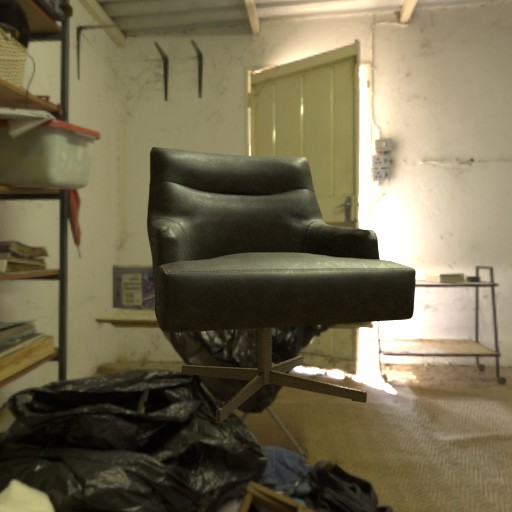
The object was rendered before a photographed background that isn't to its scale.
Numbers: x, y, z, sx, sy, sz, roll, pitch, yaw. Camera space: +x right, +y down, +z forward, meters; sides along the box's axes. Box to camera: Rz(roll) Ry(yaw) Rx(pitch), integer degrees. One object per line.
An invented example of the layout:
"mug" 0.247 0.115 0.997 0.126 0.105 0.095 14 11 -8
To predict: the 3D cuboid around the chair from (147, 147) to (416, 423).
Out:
"chair" 0.000 0.000 1.565 0.738 0.870 0.874 0 1 -17
